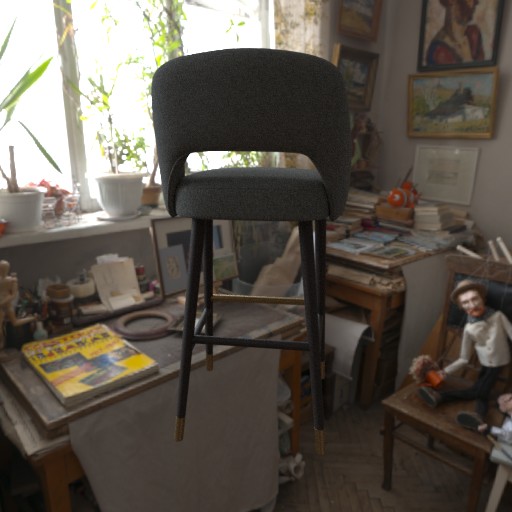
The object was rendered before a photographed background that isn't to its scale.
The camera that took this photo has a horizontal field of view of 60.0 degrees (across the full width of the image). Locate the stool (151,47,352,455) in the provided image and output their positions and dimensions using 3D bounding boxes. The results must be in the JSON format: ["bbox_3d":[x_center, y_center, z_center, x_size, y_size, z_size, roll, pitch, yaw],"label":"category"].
[{"bbox_3d":[0.000,0.000,1.357,0.536,1.089,0.524,2,15,7],"label":"stool"}]
